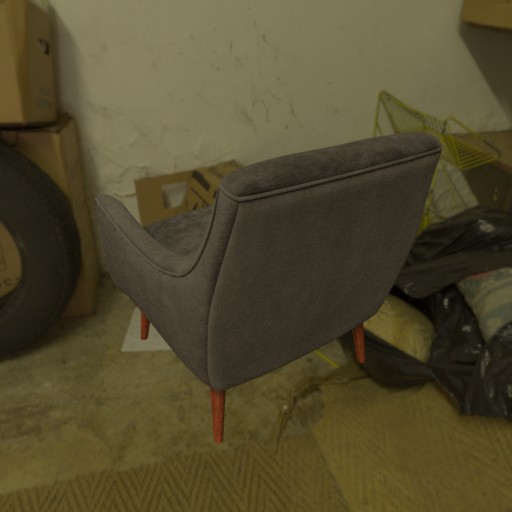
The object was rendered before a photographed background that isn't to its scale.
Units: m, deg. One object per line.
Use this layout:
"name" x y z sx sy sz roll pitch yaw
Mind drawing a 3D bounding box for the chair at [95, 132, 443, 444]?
"chair" 0.000 0.000 1.402 0.762 0.838 0.787 -19 34 -30
